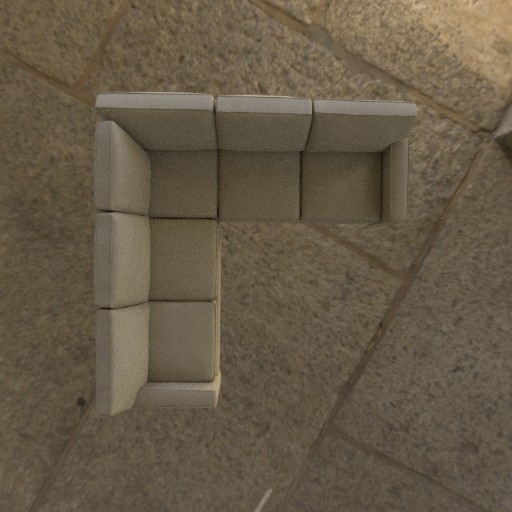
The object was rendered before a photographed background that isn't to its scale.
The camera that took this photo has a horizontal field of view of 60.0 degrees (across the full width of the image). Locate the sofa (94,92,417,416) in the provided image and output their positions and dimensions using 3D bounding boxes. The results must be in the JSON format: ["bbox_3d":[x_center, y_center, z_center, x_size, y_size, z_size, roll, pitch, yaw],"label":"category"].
[{"bbox_3d":[0.000,0.000,3.320,2.211,0.936,2.188,0,91,-1],"label":"sofa"}]
